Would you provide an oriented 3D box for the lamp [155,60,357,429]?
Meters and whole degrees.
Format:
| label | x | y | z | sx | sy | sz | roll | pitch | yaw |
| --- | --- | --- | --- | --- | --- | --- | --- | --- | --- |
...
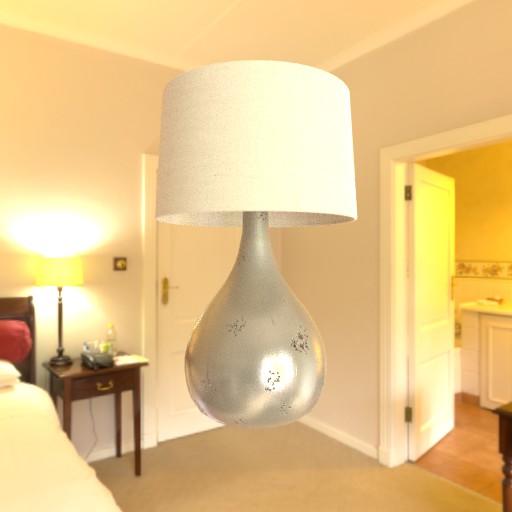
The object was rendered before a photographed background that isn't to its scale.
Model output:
| label | x | y | z | sx | sy | sz | roll | pitch | yaw |
| --- | --- | --- | --- | --- | --- | --- | --- | --- | --- |
| lamp | 0.000 | 0.000 | 0.742 | 0.330 | 0.521 | 0.330 | 0 | 0 | 0 |
